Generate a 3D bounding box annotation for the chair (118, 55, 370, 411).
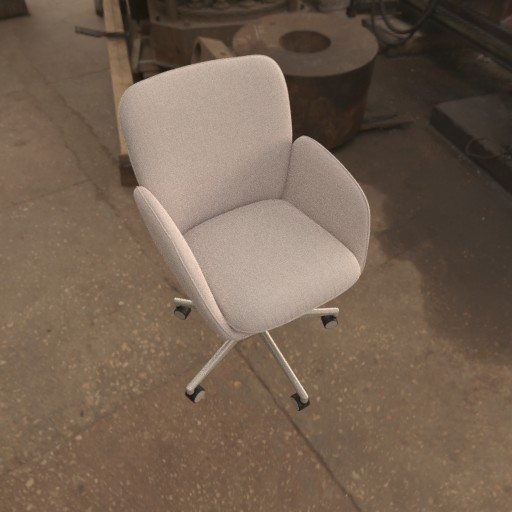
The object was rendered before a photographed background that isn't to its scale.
[{"bbox_3d":[0.000,0.000,1.353,0.648,0.959,0.633,-24,50,-21],"label":"chair"}]
